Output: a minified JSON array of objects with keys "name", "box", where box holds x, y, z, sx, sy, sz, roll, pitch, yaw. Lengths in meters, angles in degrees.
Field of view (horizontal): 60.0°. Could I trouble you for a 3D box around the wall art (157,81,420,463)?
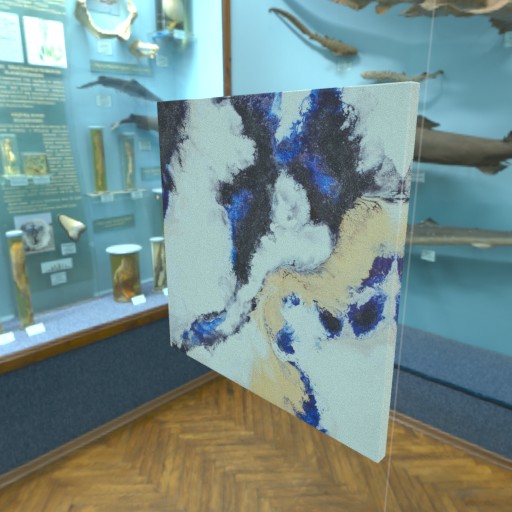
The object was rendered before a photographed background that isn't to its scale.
[{"name":"wall art","box":[0.000,0.000,1.289,0.887,0.885,0.038,15,22,43]}]
